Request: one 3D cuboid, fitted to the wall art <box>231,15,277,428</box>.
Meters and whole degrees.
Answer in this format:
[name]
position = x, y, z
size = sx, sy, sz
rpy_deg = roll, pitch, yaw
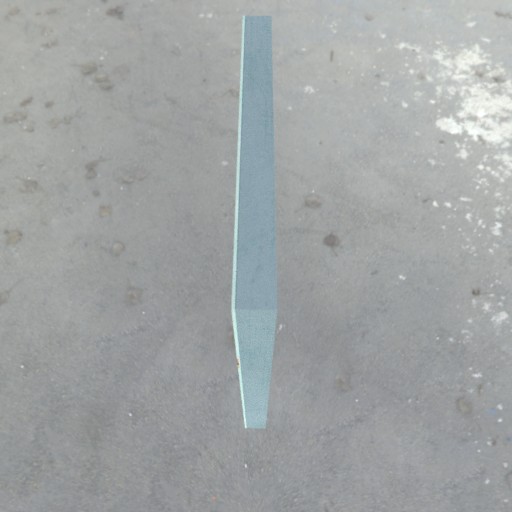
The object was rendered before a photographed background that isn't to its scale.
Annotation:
[wall art]
position = 0.000, 0.000, 0.677
size = 0.037, 0.509, 0.409
rpy_deg = 0, 59, 0
